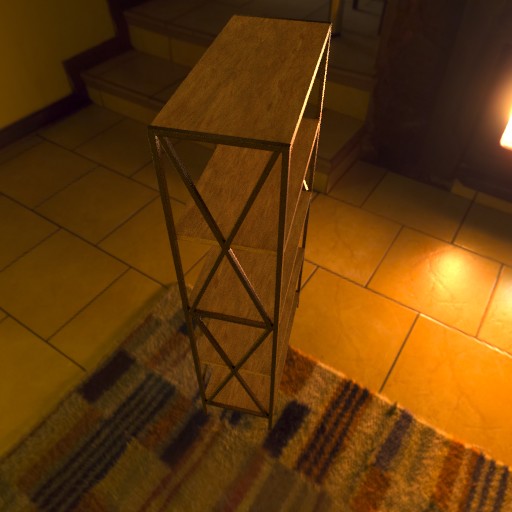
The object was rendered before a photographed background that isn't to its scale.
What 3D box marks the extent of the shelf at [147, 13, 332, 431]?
[{"bbox_3d":[0.000,0.000,2.092,0.386,1.803,0.874,10,48,9],"label":"shelf"}]
